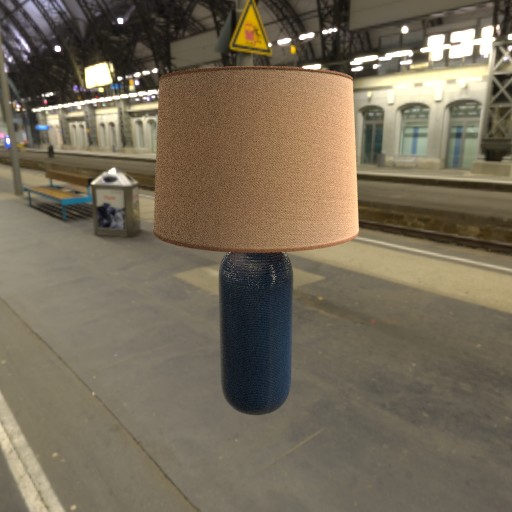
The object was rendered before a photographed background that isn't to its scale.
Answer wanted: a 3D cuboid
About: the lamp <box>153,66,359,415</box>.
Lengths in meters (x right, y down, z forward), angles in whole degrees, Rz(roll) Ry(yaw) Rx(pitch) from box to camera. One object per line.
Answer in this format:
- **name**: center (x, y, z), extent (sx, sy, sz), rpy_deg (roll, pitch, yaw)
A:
- **lamp**: center (0.000, 0.000, 0.825), extent (0.367, 0.609, 0.367), rpy_deg (0, 15, 0)
